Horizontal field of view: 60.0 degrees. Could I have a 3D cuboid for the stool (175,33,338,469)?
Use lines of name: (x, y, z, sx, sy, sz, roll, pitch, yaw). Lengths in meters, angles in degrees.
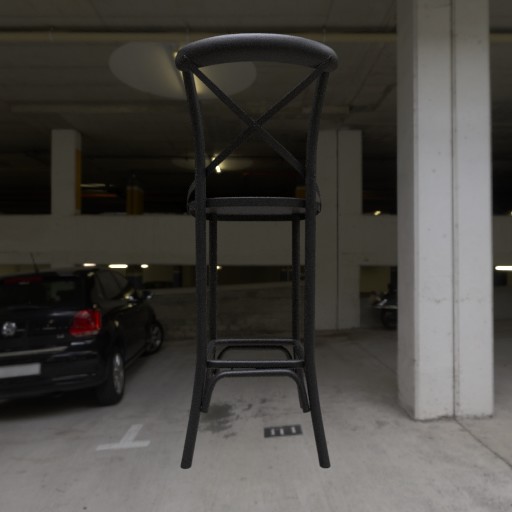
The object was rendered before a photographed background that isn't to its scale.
stool: (0.000, 0.000, 1.448, 0.457, 1.168, 0.584, 0, -1, -1)
